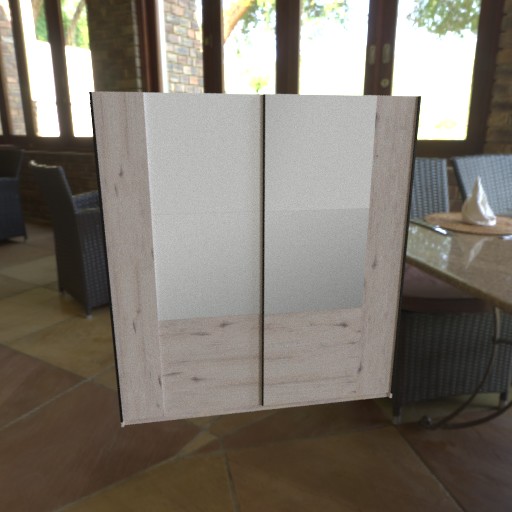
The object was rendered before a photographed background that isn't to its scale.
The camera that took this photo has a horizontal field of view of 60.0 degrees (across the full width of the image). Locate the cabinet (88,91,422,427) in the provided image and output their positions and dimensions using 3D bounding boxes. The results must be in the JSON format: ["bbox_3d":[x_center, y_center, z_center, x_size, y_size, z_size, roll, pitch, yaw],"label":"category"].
[{"bbox_3d":[0.000,0.000,3.231,2.000,2.180,0.660,-3,16,-10],"label":"cabinet"}]
